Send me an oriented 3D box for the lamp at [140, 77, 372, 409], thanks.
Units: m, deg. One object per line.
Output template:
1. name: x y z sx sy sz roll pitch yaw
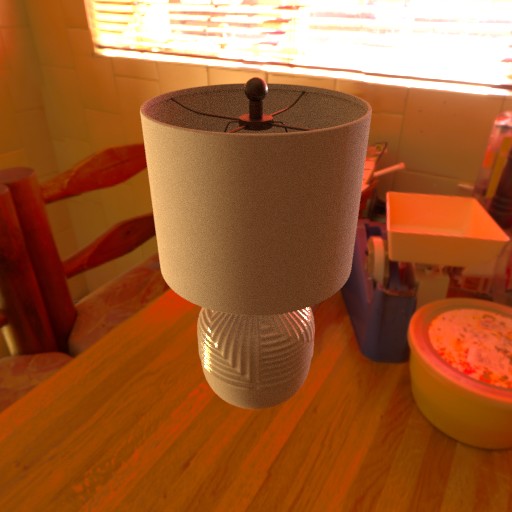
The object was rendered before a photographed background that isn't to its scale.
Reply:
1. lamp: 0.000 0.000 0.749 0.318 0.567 0.318 0 31 0
